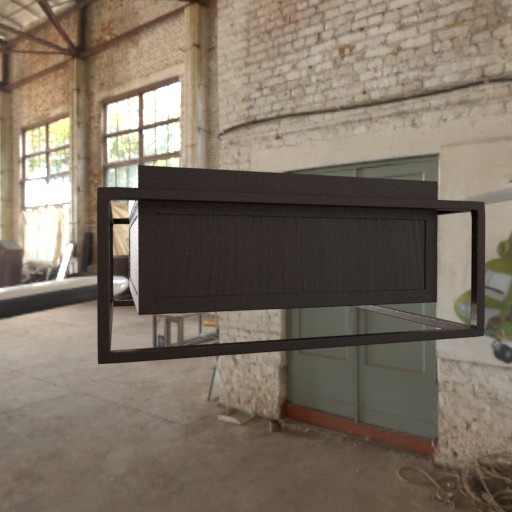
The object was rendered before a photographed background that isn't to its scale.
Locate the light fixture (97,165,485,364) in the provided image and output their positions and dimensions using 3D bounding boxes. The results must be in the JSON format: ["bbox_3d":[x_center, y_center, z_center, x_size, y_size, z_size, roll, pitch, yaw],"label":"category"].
[{"bbox_3d":[0.000,0.000,0.679,0.441,0.191,0.441,0,1,-17],"label":"light fixture"}]
